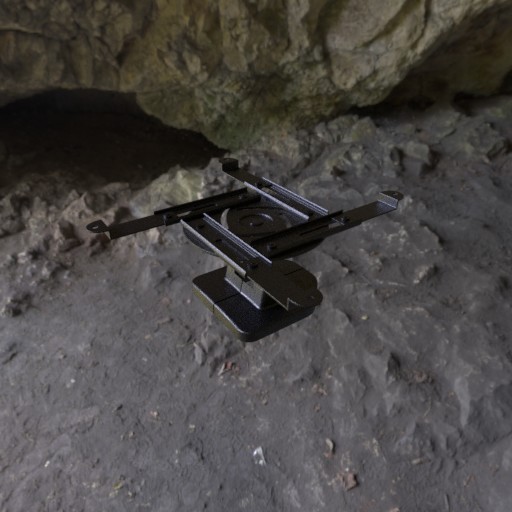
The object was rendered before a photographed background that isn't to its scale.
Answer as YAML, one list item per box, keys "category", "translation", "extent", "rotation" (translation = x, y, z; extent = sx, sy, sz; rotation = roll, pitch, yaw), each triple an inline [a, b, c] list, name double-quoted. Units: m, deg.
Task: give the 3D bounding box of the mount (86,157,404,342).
- category: "mount"
  translation: [0.000, 0.000, 0.609]
  extent: [0.394, 0.141, 0.394]
  rotation: [-20, 36, -29]
